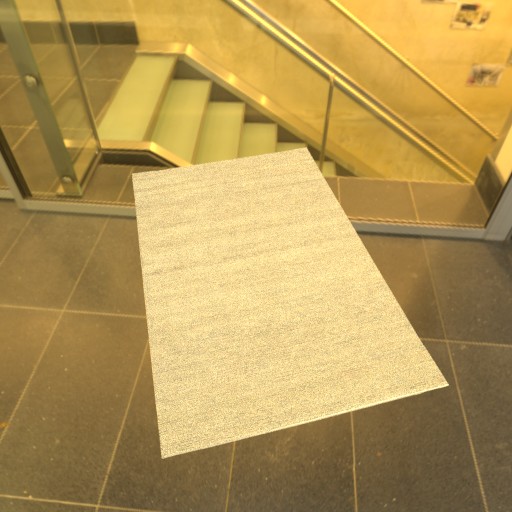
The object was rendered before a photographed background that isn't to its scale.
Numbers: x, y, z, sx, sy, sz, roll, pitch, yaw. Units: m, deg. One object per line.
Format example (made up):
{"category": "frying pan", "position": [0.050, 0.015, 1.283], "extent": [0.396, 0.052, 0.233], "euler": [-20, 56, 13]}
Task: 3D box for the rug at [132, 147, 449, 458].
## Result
{"category": "rug", "position": [0.000, 0.000, 2.327], "extent": [1.179, 0.022, 1.820], "euler": [-10, 47, -10]}
